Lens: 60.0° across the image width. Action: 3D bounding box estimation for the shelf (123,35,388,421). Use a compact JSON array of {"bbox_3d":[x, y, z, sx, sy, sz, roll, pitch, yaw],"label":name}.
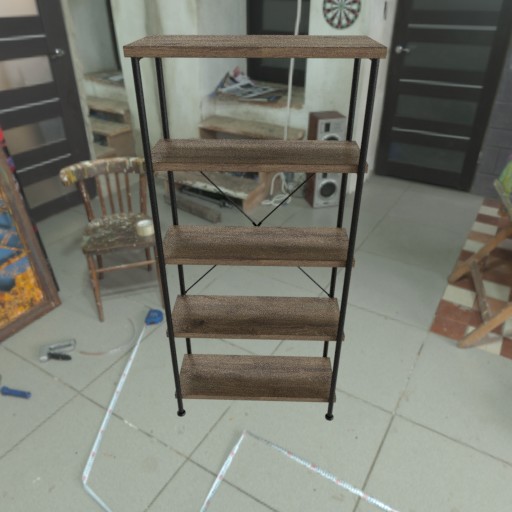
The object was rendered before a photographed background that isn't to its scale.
[{"bbox_3d":[0.000,0.000,1.934,0.800,1.700,0.360,1,31,2],"label":"shelf"}]
